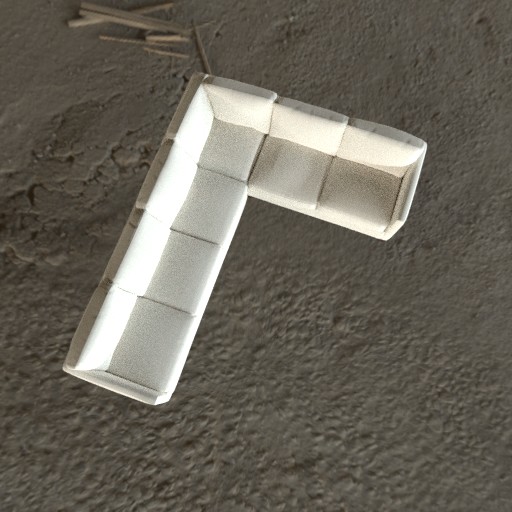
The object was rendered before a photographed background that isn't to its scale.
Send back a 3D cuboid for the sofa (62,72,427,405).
[{"bbox_3d":[0.000,0.000,4.443,2.593,0.947,3.302,19,76,5],"label":"sofa"}]
